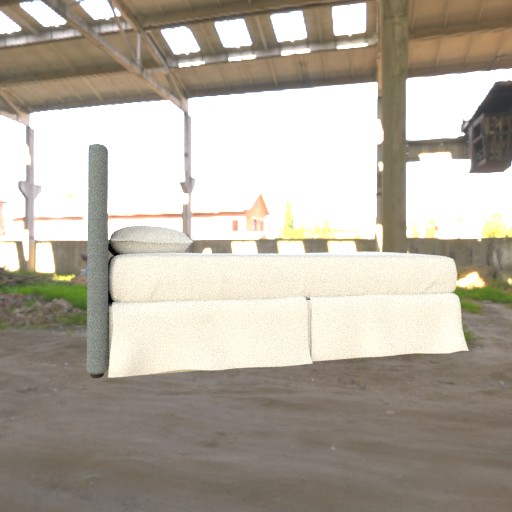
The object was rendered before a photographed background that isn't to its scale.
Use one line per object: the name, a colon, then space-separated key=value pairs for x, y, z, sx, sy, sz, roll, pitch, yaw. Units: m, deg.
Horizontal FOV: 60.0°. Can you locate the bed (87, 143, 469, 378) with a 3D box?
bed: x=0.000 y=0.000 z=3.884 sx=2.689 sy=1.457 sz=2.161 roll=0 pitch=-1 yaw=-19
